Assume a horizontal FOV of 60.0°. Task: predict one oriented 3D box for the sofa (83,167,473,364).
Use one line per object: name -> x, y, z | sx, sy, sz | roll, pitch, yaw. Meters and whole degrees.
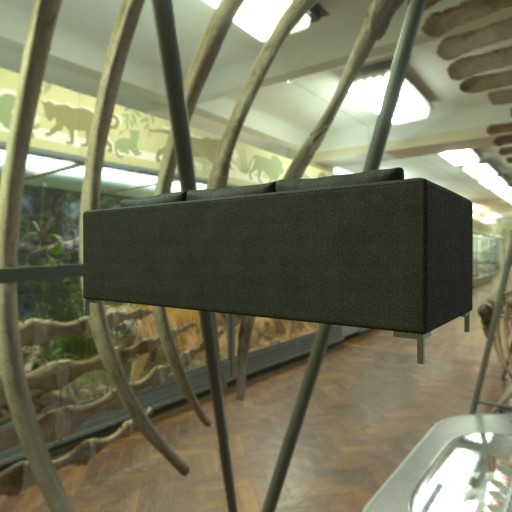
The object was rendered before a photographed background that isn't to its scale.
sofa -> 0.000, 0.000, 2.886 | 2.415, 0.867, 0.969 | 0, 0, 36
